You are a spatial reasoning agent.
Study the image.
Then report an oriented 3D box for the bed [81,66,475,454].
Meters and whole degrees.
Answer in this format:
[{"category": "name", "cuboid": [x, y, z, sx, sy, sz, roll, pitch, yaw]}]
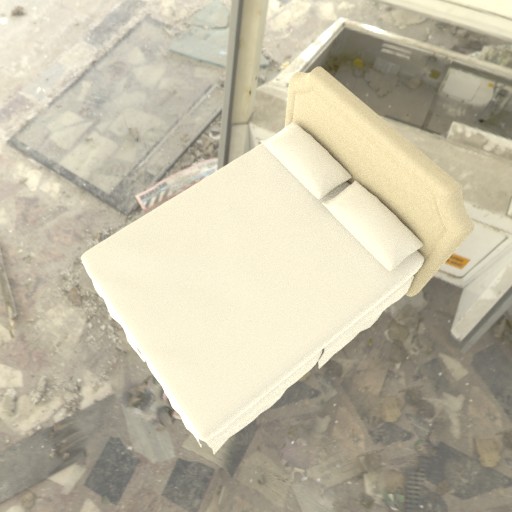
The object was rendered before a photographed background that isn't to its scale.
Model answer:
[{"category": "bed", "cuboid": [0.000, 0.000, 3.104, 2.116, 1.290, 1.693, -35, 69, -16]}]
